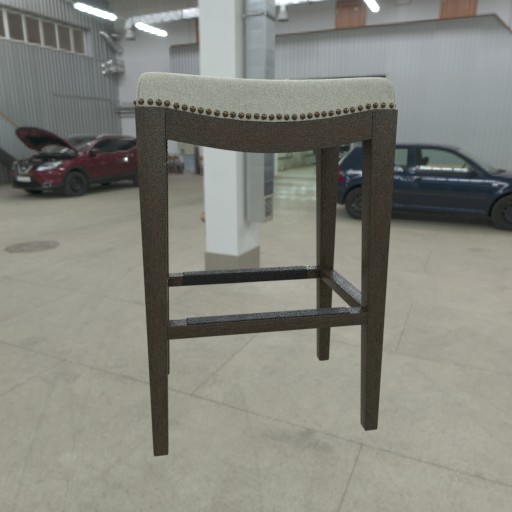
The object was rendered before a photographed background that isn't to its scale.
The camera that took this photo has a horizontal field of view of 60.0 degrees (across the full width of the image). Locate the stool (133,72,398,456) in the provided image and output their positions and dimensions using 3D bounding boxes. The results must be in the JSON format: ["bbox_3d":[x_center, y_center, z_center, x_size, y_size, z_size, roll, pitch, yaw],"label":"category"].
[{"bbox_3d":[0.000,0.000,1.038,0.498,0.759,0.358,-3,15,-10],"label":"stool"}]
